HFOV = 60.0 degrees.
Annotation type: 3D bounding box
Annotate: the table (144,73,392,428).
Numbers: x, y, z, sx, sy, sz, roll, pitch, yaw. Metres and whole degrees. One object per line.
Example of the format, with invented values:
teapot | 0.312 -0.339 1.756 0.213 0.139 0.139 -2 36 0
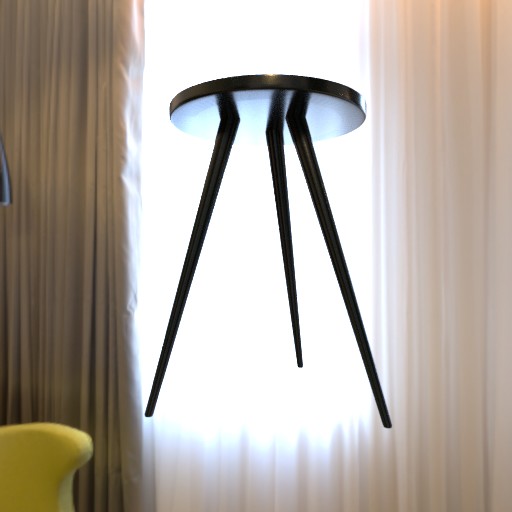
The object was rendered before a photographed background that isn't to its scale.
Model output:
table | 0.000 0.000 0.839 0.415 0.548 0.403 0 0 -18
